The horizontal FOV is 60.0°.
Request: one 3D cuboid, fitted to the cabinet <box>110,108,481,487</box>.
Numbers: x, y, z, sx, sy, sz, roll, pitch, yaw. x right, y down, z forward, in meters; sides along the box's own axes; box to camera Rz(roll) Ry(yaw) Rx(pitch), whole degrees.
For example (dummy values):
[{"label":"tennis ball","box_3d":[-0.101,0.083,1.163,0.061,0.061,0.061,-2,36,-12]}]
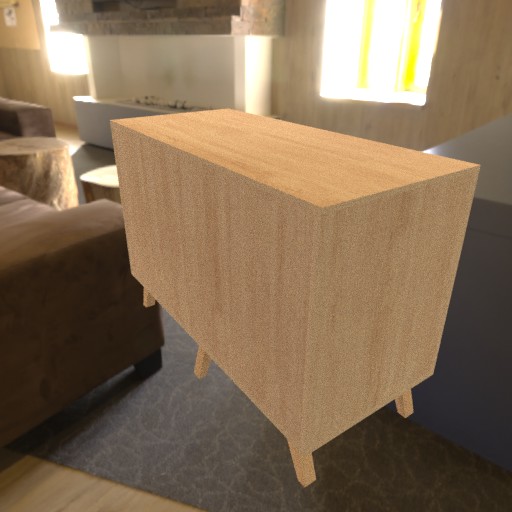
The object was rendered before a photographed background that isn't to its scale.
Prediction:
[{"label":"cabinet","box_3d":[0.000,0.000,1.484,0.500,0.780,1.110,-17,31,-31]}]
